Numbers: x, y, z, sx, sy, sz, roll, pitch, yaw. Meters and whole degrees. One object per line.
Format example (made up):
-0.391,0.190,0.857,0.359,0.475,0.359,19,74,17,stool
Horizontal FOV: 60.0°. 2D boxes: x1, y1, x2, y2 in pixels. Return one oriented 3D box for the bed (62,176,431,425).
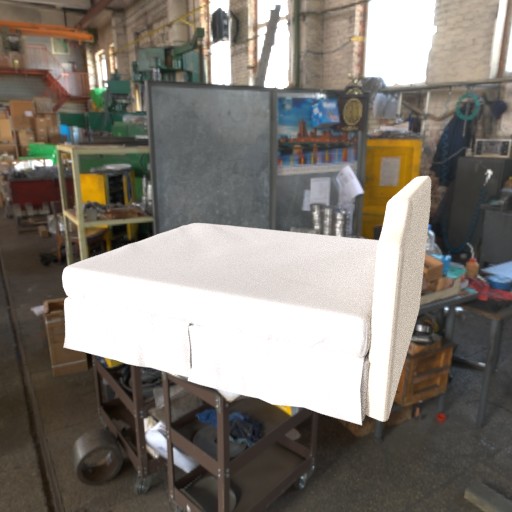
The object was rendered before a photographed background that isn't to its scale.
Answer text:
0.000,0.000,3.659,2.498,1.293,1.977,7,17,24,bed
